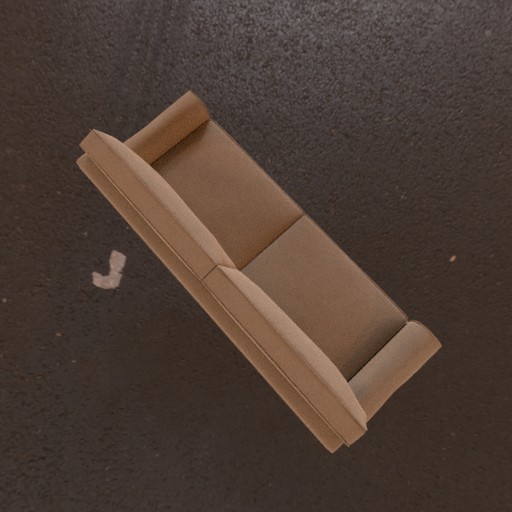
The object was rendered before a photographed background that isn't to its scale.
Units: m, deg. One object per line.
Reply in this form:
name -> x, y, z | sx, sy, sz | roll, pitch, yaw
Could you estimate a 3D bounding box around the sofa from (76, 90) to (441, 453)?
sofa -> 0.000, 0.000, 2.722 | 0.900, 1.014, 2.246 | -41, 79, -9
